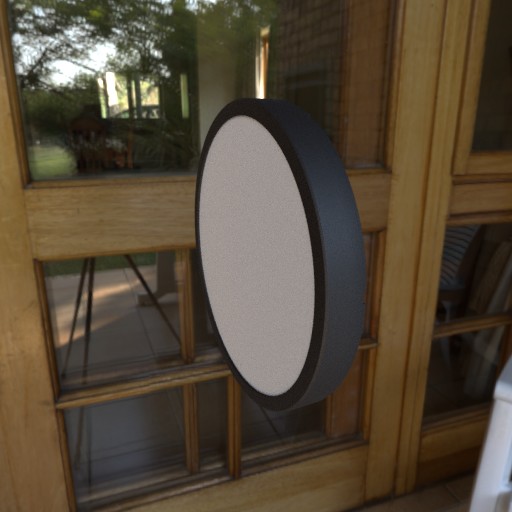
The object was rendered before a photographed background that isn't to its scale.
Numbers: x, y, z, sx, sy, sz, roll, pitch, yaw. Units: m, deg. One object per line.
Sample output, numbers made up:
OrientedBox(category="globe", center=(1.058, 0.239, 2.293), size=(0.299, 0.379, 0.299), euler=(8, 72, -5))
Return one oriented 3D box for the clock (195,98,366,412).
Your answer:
OrientedBox(category="clock", center=(0.000, 0.000, 0.437), size=(0.040, 0.293, 0.293), euler=(-8, 18, -24))
